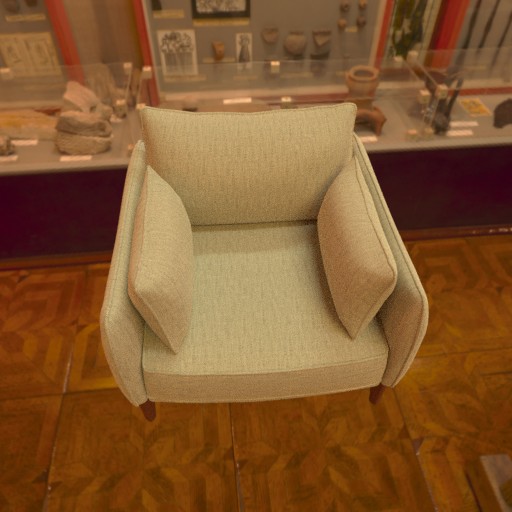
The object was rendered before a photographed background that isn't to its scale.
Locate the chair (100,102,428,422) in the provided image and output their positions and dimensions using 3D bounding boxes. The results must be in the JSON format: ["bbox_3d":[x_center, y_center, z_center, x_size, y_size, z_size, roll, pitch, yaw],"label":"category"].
[{"bbox_3d":[0.000,0.000,1.683,0.994,0.855,0.991,-3,47,-3],"label":"chair"}]
